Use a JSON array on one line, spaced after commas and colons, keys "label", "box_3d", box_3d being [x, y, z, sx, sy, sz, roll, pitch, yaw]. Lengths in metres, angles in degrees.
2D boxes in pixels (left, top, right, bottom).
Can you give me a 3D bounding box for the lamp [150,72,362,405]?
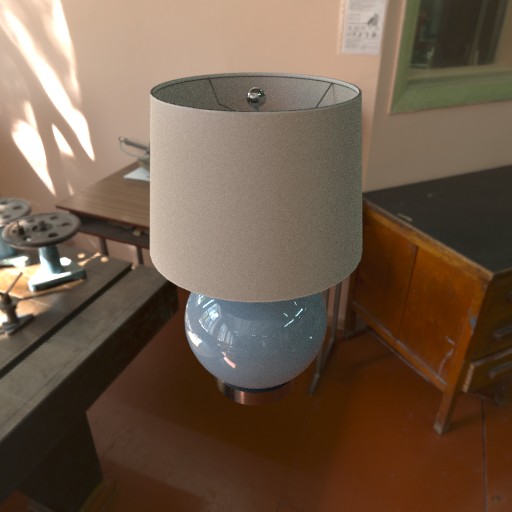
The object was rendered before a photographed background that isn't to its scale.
[{"label": "lamp", "box_3d": [0.000, 0.000, 0.536, 0.247, 0.387, 0.247, 0, 31, 0]}]
